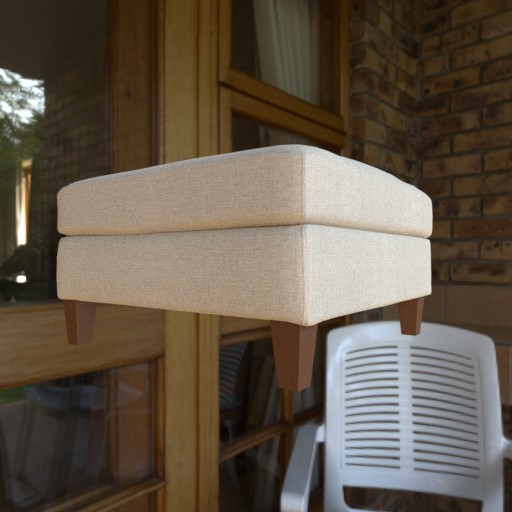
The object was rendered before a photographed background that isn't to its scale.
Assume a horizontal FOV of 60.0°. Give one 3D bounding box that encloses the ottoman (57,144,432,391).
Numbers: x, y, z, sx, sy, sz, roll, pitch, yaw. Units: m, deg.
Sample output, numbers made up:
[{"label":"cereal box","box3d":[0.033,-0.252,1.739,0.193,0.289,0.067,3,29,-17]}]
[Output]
[{"label":"ottoman","box3d":[0.000,0.000,1.351,0.838,0.503,0.838,0,0,36]}]
